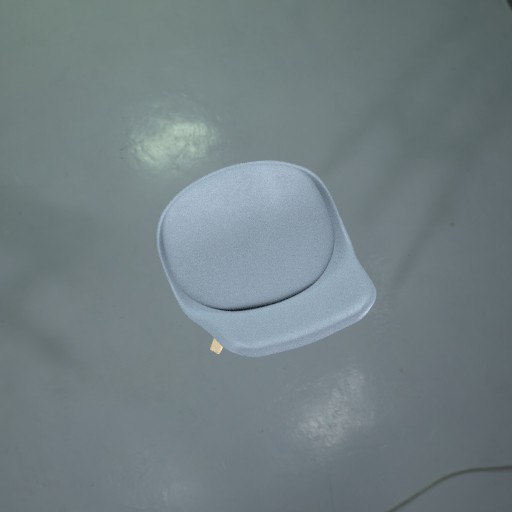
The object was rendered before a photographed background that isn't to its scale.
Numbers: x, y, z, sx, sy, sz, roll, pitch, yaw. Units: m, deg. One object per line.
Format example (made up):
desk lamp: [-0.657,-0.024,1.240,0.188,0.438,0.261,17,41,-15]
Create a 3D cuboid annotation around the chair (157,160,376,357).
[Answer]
chair: [0.000,0.000,1.215,0.485,0.850,0.549,-19,76,-5]
